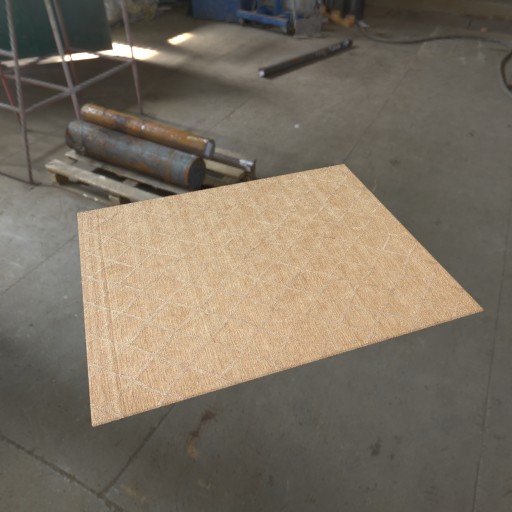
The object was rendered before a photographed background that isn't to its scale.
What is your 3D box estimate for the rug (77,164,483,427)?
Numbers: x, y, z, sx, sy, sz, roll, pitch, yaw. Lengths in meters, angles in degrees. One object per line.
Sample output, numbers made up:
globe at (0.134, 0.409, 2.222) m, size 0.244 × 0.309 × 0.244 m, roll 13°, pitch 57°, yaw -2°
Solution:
rug at (0.000, 0.000, 4.051) m, size 3.039 × 0.019 × 2.420 m, roll -13°, pitch 43°, yaw -14°
